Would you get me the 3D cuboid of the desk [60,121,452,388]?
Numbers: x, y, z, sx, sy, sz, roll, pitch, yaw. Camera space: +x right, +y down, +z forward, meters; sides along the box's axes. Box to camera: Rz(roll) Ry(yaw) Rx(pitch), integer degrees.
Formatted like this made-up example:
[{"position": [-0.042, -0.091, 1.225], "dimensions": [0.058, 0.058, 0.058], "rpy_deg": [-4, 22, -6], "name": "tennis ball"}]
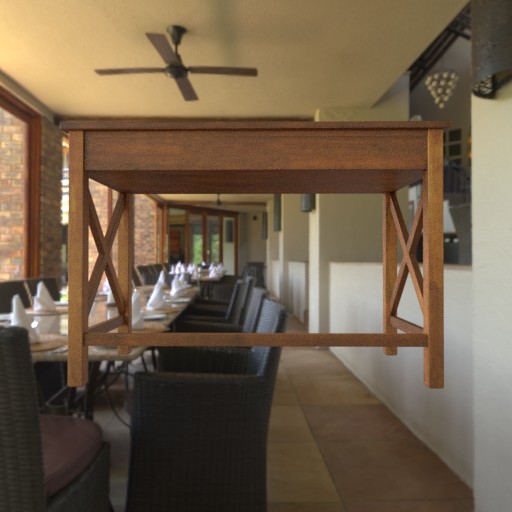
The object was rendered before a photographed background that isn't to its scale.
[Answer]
[{"position": [0.000, 0.000, 1.514], "dimensions": [1.117, 0.762, 0.508], "rpy_deg": [0, 0, 1], "name": "desk"}]
